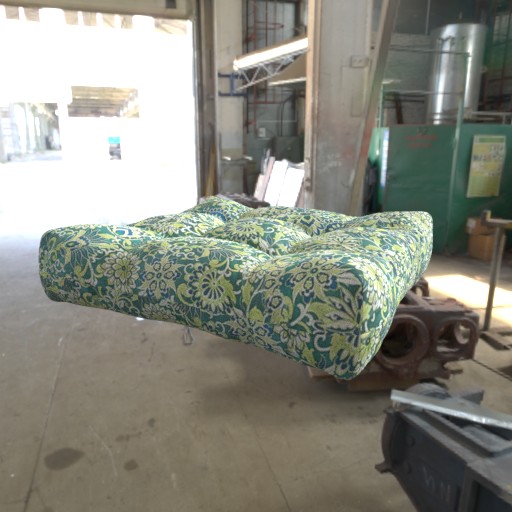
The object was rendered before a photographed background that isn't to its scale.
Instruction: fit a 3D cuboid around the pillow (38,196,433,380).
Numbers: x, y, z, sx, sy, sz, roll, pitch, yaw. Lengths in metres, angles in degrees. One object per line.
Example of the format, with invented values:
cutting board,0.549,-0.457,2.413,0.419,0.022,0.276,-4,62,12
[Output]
pillow,0.000,0.000,0.718,0.490,0.128,0.468,8,16,27
